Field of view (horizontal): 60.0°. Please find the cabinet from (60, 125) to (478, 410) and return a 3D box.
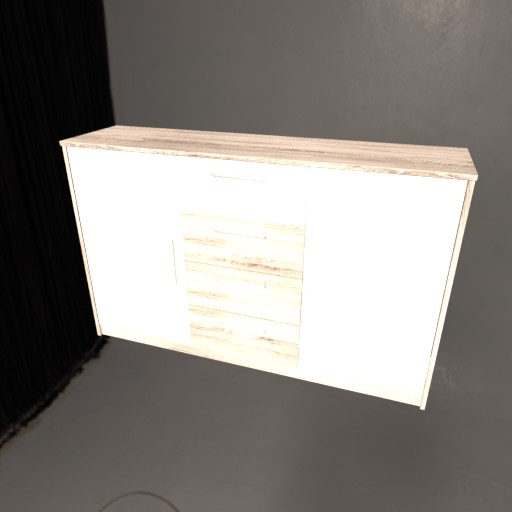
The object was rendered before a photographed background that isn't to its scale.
[{"bbox_3d":[0.000,0.000,1.813,1.450,0.900,0.380,8,27,17],"label":"cabinet"}]
